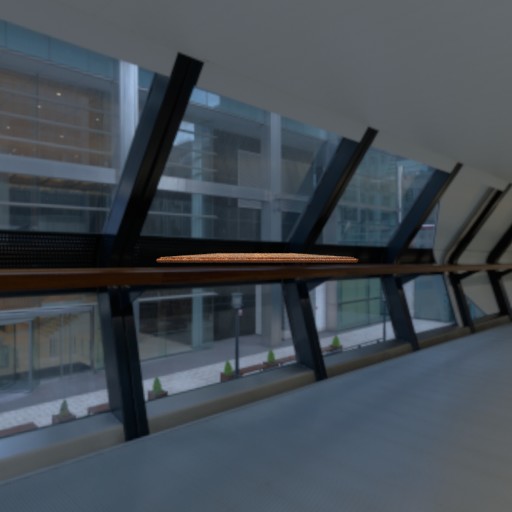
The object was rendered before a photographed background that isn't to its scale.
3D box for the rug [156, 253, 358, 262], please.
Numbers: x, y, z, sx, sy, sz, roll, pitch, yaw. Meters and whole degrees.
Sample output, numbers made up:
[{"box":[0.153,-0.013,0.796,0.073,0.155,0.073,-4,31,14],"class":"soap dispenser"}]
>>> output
[{"box":[0.000,0.000,2.559,0.651,0.016,2.274,0,1,0],"class":"rug"}]
